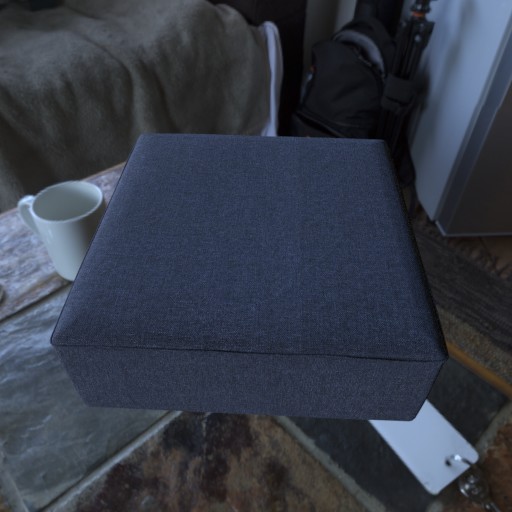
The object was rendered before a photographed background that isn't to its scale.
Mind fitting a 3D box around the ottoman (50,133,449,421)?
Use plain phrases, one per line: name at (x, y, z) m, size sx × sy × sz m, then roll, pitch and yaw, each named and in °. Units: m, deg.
ottoman at (0.000, 0.000, 1.556) m, size 1.017 × 0.423 × 1.023 m, roll 2°, pitch 46°, yaw 2°
